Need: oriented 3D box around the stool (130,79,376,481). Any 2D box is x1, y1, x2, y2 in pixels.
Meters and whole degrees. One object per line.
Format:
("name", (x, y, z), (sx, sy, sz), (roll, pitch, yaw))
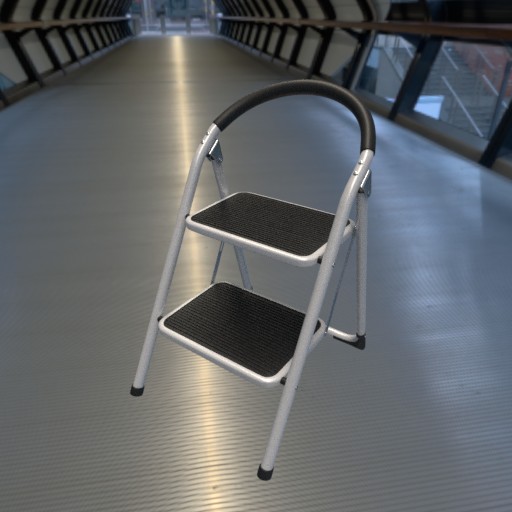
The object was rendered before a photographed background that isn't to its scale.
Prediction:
("stool", (0.000, 0.000, 1.095), (0.453, 0.760, 0.559), (19, 35, 30))
